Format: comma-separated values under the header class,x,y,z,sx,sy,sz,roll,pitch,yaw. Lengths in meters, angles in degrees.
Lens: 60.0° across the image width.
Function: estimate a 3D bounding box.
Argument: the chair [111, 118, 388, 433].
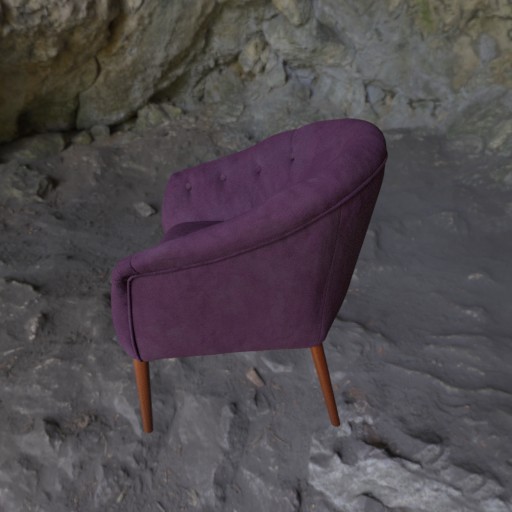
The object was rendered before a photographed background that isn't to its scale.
class,x,y,z,sx,sy,sz,roll,pitch,yaw
chair,0.000,0.000,1.516,0.776,0.885,0.851,0,26,0
